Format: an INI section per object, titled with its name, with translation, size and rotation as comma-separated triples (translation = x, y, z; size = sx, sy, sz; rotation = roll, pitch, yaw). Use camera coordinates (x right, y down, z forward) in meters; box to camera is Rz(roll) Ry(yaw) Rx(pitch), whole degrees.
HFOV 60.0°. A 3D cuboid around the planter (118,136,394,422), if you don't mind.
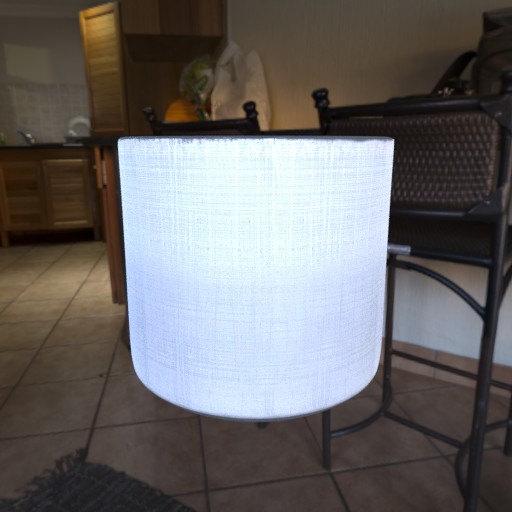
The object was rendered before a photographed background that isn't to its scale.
[planter]
translation = 0.000, 0.000, 0.388
size = 0.221, 0.201, 0.221
rotation = 0, 15, 0
